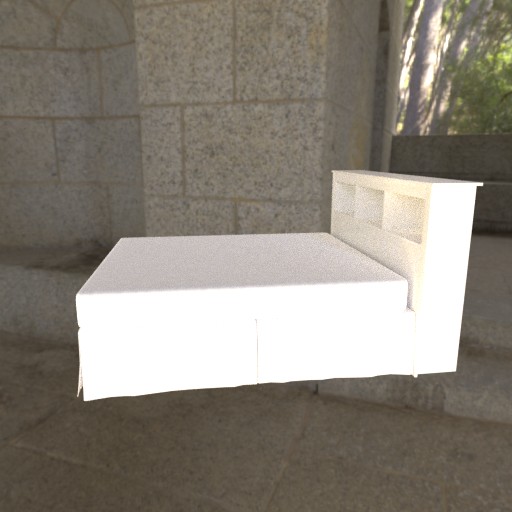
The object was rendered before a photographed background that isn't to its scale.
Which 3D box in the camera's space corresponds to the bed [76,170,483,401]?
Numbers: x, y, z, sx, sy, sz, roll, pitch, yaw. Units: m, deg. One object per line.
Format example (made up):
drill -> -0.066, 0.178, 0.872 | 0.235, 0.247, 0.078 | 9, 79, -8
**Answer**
bed -> 0.000, 0.000, 3.070 | 2.133, 1.092, 1.671 | -2, 13, -8
